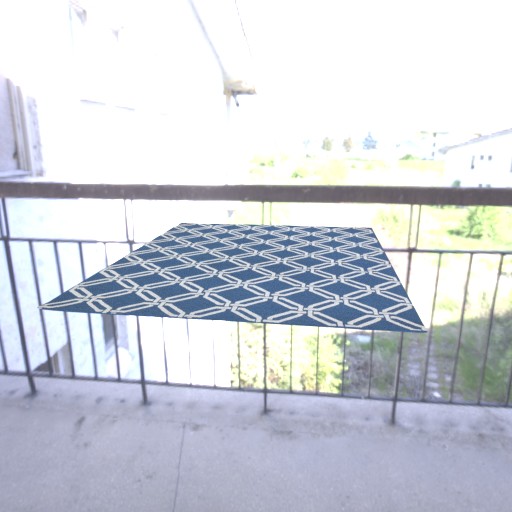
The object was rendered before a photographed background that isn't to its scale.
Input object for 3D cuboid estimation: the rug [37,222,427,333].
[{"bbox_3d":[0.000,0.000,3.883,2.277,0.020,2.867,2,15,8],"label":"rug"}]
